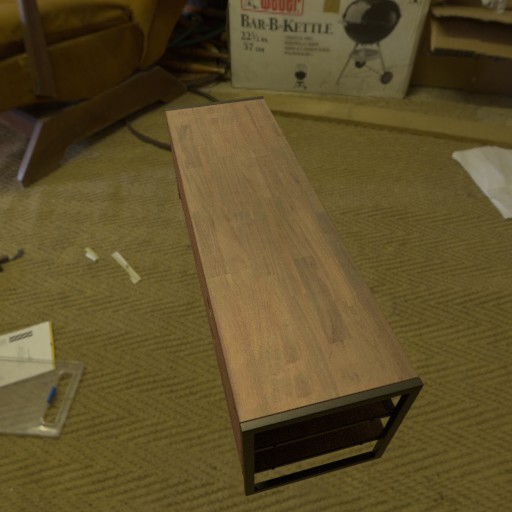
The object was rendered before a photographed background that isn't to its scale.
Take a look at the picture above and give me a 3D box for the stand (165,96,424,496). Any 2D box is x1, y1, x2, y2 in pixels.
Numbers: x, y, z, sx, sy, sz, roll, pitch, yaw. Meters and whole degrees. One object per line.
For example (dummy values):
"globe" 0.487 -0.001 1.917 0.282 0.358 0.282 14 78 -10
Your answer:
"stand" 0.000 0.000 1.700 0.454 0.506 1.480 -11 48 -10
